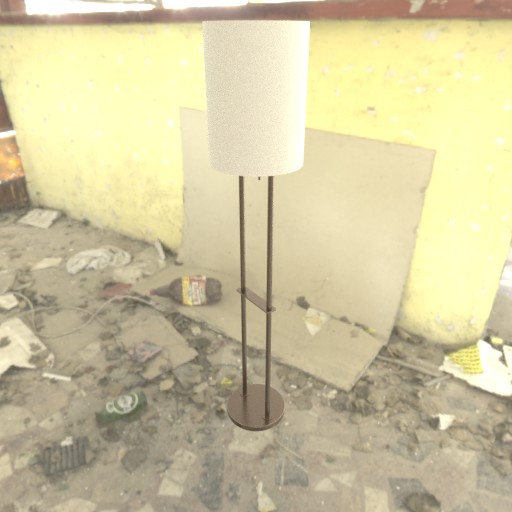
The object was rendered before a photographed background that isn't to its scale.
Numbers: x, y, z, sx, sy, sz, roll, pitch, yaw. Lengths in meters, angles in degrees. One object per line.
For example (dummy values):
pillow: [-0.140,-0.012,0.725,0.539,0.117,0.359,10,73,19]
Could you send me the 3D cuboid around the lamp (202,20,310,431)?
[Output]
lamp: [0.000,0.000,1.604,0.305,1.500,0.306,-18,32,-32]
